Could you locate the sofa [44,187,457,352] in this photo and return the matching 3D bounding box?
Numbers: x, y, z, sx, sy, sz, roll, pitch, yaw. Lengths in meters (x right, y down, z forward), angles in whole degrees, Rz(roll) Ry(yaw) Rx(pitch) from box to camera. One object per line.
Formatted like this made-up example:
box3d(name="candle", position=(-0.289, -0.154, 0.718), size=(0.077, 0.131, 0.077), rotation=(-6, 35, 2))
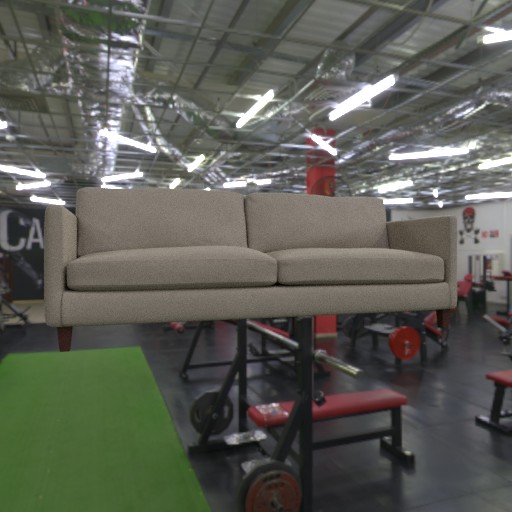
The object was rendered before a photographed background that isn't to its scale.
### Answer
box3d(name="sofa", position=(0.000, 0.000, 2.891), size=(2.404, 0.912, 0.988), rotation=(0, 1, -17))
